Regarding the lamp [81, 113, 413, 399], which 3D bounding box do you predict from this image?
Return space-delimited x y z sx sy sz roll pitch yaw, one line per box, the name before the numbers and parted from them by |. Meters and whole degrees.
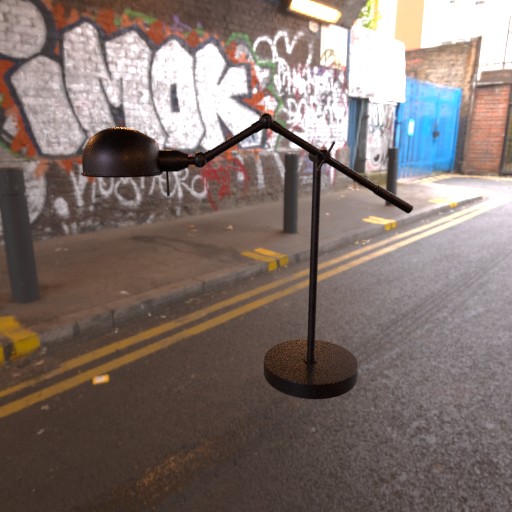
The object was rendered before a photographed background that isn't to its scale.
lamp | 0.000 0.000 0.809 0.567 0.495 0.185 -2 15 -8
